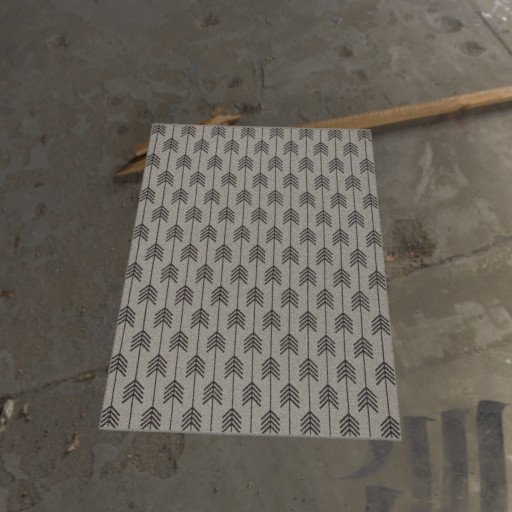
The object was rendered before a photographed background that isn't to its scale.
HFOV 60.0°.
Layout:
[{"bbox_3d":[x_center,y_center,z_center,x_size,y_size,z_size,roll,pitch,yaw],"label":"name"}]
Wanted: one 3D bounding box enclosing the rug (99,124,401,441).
[{"bbox_3d":[0.000,0.000,4.061,2.330,0.010,3.061,2,64,1],"label":"rug"}]
